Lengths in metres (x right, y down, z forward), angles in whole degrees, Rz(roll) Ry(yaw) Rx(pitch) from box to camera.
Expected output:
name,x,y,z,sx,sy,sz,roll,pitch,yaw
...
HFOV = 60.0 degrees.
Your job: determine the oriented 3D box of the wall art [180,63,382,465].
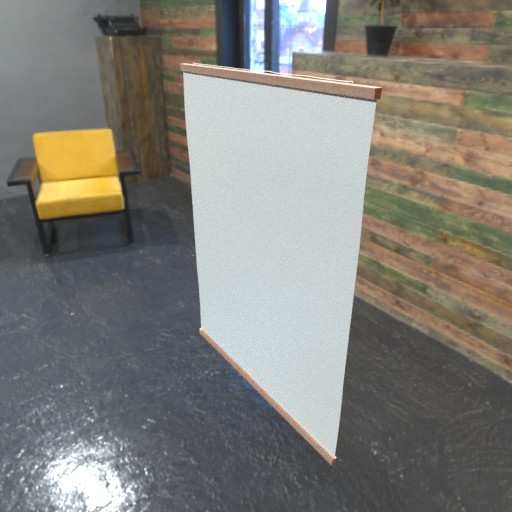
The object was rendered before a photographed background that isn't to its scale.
name,x,y,z,sx,sy,sz,roll,pitch,yaw
wall art,0.000,0.000,1.303,0.020,1.013,0.758,-18,32,-31
